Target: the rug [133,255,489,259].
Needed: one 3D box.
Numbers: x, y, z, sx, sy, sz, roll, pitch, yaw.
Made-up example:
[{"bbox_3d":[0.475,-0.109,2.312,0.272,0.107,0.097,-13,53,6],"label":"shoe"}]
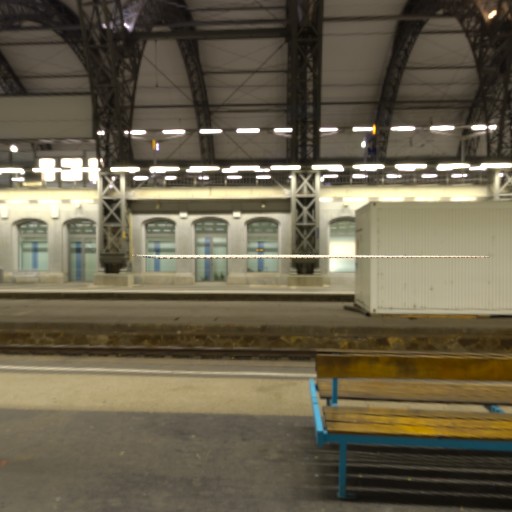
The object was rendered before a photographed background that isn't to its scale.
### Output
[{"bbox_3d":[0.000,0.000,3.006,1.532,0.010,2.441,0,0,-18],"label":"rug"}]
